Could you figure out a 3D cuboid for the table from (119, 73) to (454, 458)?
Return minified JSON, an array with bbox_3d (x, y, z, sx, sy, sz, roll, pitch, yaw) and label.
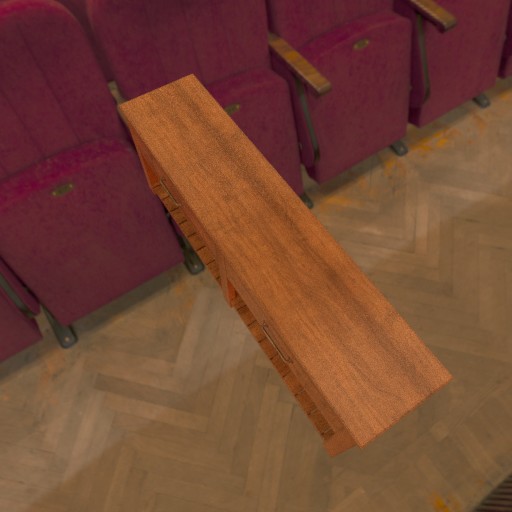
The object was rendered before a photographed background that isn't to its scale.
[{"bbox_3d":[0.000,0.000,2.090,0.425,0.635,1.815,-30,66,-15],"label":"table"}]
